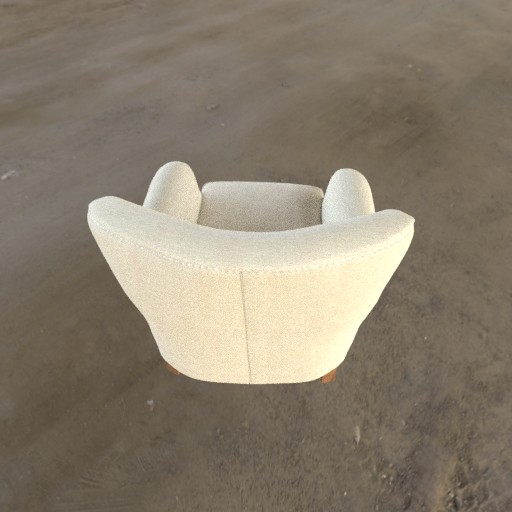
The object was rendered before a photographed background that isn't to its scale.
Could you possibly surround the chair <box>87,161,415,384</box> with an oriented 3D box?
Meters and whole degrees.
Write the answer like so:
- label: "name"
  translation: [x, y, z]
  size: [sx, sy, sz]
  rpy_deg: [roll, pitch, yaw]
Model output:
- label: "chair"
  translation: [0.000, 0.000, 1.633]
  size: [0.861, 0.936, 0.921]
  rpy_deg: [3, 47, 3]
